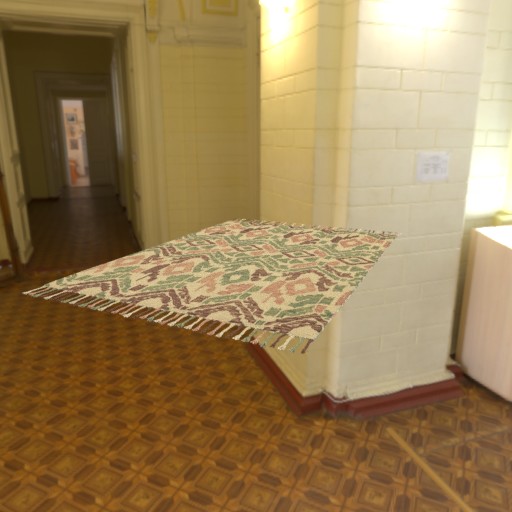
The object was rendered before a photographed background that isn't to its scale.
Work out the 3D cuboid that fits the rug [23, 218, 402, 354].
[{"bbox_3d":[0.000,0.000,2.300,1.219,0.010,1.829,7,17,25],"label":"rug"}]
